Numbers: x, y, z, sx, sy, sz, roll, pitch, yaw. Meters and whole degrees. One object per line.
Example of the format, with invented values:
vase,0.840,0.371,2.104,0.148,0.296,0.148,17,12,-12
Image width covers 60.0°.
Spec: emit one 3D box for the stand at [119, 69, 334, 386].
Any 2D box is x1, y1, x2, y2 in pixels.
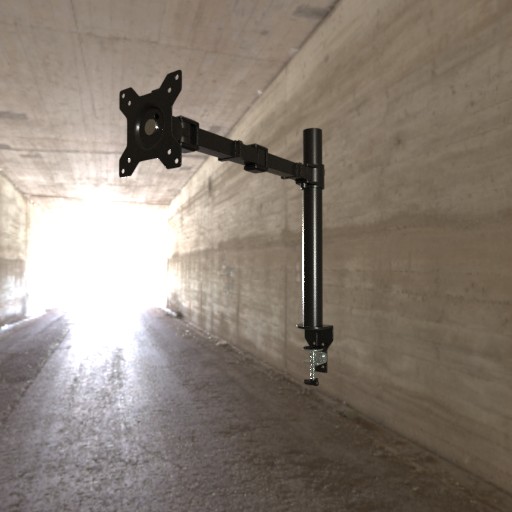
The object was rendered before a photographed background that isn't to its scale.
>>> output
stand,0.000,0.000,0.731,0.115,0.510,0.456,-1,-1,36
